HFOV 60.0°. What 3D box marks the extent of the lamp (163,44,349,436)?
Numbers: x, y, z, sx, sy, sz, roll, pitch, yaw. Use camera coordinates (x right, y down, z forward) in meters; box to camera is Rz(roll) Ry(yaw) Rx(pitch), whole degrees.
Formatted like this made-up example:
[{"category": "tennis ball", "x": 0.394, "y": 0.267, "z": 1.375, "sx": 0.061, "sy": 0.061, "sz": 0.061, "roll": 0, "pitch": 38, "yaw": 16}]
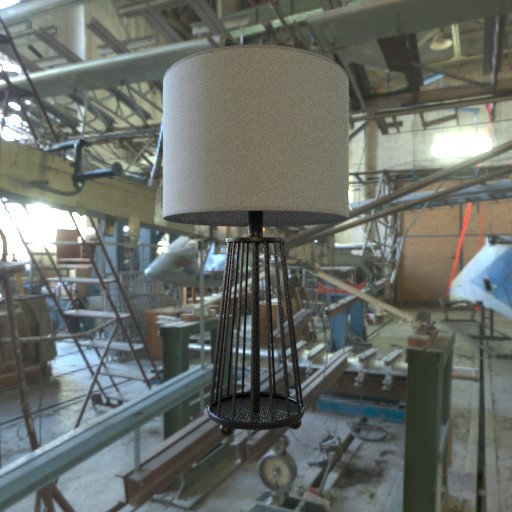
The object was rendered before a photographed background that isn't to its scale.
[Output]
[{"category": "lamp", "x": 0.000, "y": 0.000, "z": 0.782, "sx": 0.322, "sy": 0.593, "sz": 0.322, "roll": 0, "pitch": 0, "yaw": -18}]
